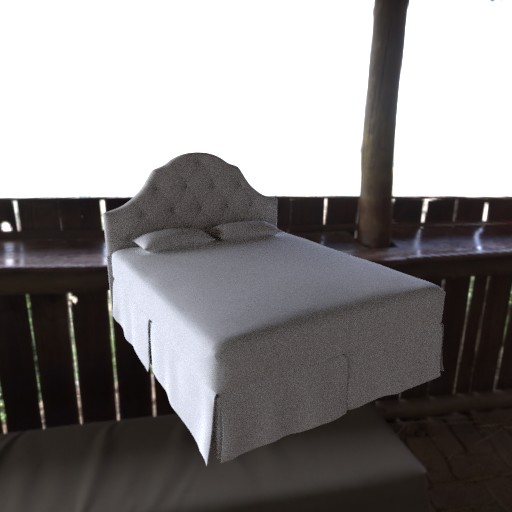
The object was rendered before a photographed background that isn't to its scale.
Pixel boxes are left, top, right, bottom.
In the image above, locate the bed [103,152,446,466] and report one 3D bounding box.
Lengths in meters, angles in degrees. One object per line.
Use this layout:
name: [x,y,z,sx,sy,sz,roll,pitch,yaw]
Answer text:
bed: [0.000,0.000,3.761,2.039,1.617,2.477,-9,18,-29]
